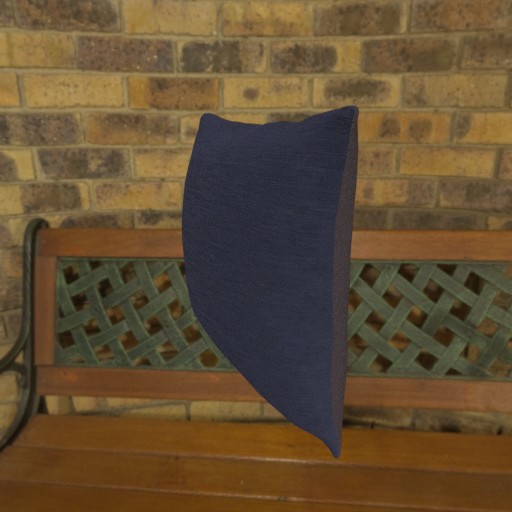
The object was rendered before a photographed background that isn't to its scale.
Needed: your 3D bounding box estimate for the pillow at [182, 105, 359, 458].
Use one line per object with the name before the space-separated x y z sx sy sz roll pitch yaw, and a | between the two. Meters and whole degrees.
pillow | 0.000 0.000 0.698 0.204 0.439 0.452 -8 18 -25
